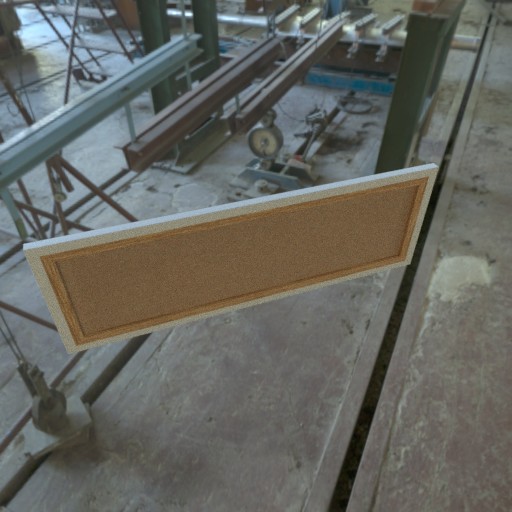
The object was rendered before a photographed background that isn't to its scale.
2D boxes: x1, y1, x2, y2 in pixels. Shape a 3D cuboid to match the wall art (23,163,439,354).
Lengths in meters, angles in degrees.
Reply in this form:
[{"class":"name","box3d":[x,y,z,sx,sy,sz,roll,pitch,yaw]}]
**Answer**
[{"class":"wall art","box3d":[0.000,0.000,1.722,1.520,0.507,0.039,-13,42,-15]}]
